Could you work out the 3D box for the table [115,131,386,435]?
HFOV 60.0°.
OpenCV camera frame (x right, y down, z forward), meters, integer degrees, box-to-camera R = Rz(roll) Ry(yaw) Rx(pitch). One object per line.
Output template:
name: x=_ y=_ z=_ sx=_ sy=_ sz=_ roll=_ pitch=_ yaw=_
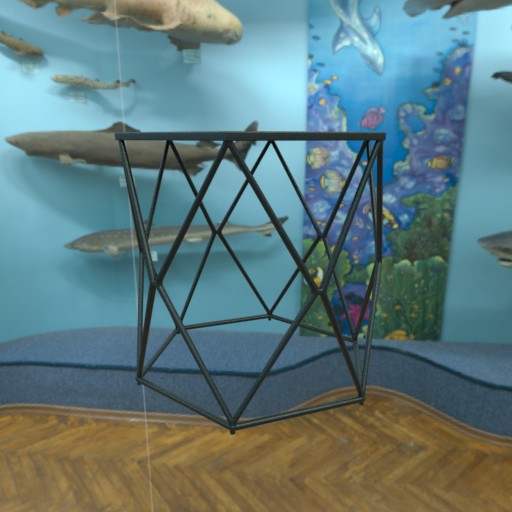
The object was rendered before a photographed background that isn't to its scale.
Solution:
table: x=0.000 y=0.000 z=1.052 sx=0.579 sy=0.564 sz=0.578 roll=2 pitch=15 yaw=9
